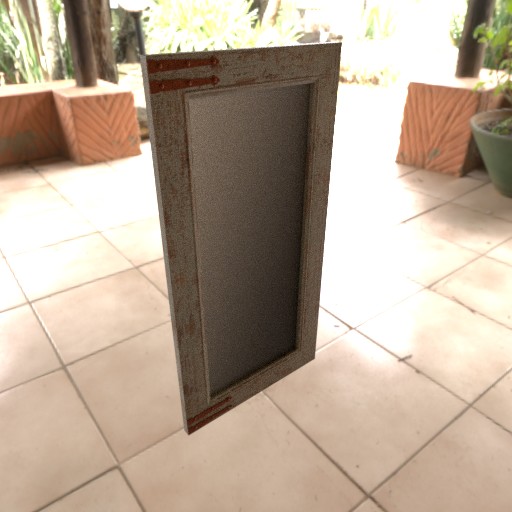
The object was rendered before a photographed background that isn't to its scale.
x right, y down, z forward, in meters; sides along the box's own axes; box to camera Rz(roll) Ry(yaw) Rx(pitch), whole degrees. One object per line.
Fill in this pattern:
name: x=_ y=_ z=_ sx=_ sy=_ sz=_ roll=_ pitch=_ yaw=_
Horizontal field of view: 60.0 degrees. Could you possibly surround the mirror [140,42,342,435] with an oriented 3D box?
mirror: x=0.000 y=0.000 z=1.081 sx=0.472 sy=0.922 sz=0.027 roll=-21 pitch=36 yaw=-33
